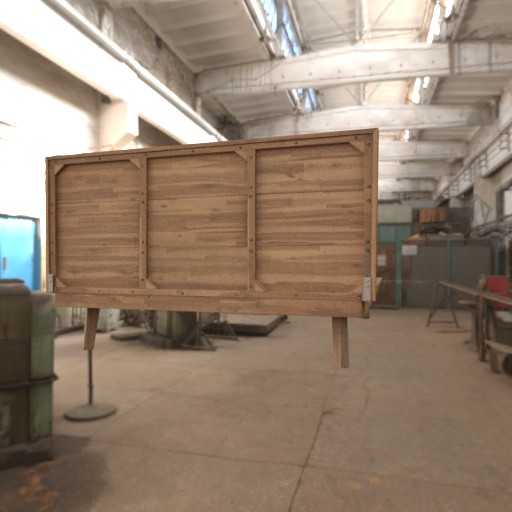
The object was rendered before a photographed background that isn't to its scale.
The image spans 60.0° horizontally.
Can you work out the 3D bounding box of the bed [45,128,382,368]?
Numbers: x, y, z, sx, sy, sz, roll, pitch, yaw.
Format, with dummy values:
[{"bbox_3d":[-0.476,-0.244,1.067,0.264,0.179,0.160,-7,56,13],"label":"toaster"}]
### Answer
[{"bbox_3d":[0.000,0.000,3.171,1.759,1.071,2.145,0,-1,17],"label":"bed"}]
